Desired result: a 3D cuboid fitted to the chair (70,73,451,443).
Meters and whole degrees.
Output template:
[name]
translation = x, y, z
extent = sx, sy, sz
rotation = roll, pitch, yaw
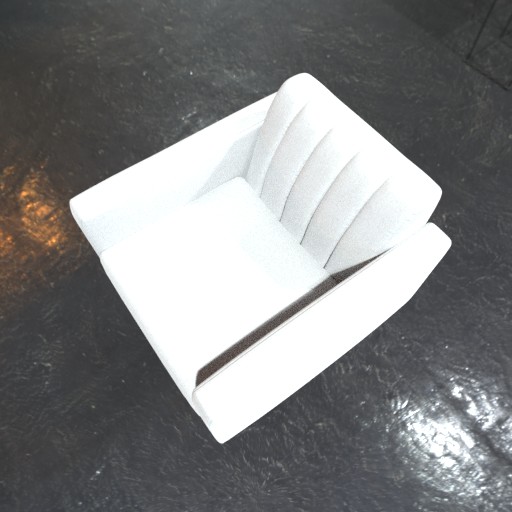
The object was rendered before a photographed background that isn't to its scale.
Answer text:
[chair]
translation = 0.000, 0.000, 1.698
extent = 0.998, 0.819, 0.953
rotation = -33, 66, -16
